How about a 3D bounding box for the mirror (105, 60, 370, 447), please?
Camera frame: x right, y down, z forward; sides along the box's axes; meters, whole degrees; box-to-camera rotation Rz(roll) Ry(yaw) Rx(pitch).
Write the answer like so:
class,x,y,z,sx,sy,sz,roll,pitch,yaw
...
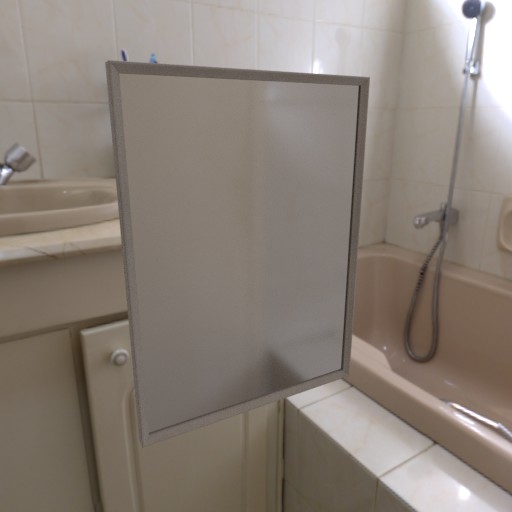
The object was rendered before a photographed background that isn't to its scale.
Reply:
class,x,y,z,sx,sy,sz,roll,pitch,yaw
mirror,0.000,0.000,1.310,0.762,1.016,0.041,-9,19,-28
